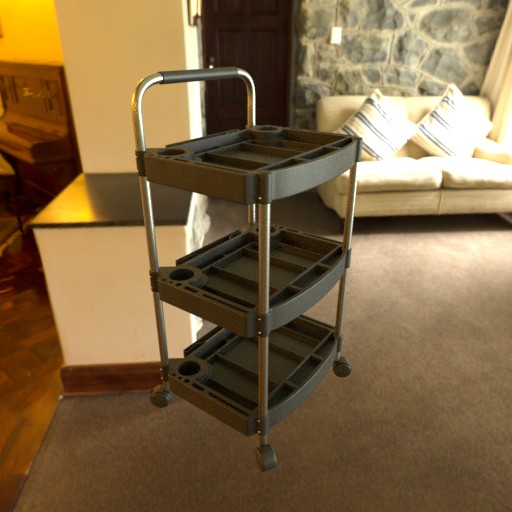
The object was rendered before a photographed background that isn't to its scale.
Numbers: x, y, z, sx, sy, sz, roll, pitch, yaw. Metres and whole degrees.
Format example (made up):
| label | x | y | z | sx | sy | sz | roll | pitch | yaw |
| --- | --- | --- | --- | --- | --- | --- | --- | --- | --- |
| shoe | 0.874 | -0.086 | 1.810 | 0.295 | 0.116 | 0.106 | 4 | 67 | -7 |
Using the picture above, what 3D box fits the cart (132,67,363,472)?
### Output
| label | x | y | z | sx | sy | sz | roll | pitch | yaw |
| --- | --- | --- | --- | --- | --- | --- | --- | --- | --- |
| cart | 0.000 | 0.000 | 1.396 | 0.518 | 1.075 | 0.584 | 17 | 31 | 32 |
